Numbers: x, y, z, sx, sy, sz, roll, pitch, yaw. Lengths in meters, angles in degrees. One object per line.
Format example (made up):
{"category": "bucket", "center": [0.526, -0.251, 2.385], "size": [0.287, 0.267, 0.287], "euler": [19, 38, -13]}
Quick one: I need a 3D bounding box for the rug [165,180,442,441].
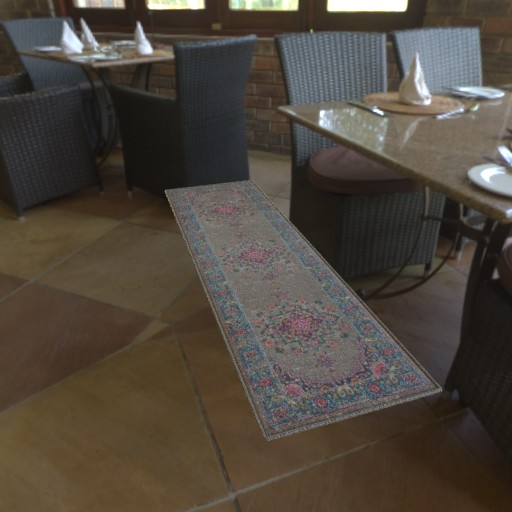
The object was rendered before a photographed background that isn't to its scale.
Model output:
{"category": "rug", "center": [0.000, 0.000, 1.968], "size": [0.553, 0.012, 1.827], "euler": [-9, 31, -16]}
